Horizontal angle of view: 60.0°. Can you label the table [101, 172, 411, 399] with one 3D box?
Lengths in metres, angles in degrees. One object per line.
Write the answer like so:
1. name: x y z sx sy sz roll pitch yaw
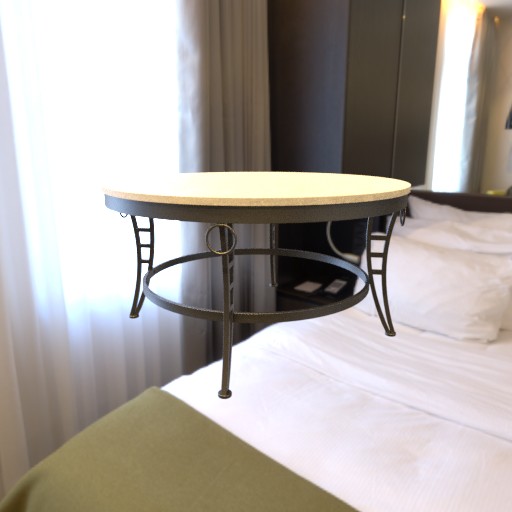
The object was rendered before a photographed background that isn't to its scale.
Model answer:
1. table: 0.000 0.000 1.399 0.889 0.470 0.889 0 14 0
